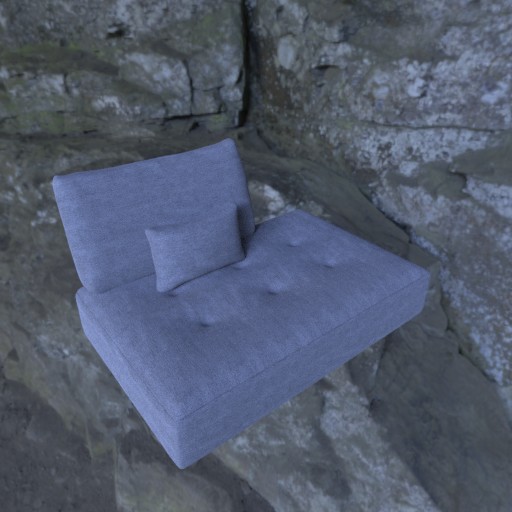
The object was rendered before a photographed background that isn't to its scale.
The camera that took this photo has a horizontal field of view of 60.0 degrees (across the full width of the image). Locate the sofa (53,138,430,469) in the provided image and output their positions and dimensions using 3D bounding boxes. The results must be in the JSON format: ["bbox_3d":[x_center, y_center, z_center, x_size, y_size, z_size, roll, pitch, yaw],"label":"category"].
[{"bbox_3d":[0.000,0.000,2.049,1.450,0.820,1.002,-22,37,-32],"label":"sofa"}]
